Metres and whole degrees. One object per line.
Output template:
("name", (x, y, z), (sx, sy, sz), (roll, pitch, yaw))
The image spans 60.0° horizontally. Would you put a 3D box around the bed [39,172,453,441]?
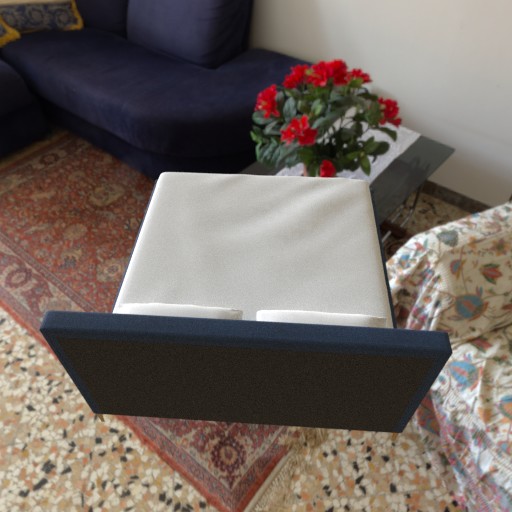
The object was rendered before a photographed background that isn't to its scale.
("bed", (0.000, 0.000, 3.381), (2.096, 1.231, 2.232), (3, 48, 2))
